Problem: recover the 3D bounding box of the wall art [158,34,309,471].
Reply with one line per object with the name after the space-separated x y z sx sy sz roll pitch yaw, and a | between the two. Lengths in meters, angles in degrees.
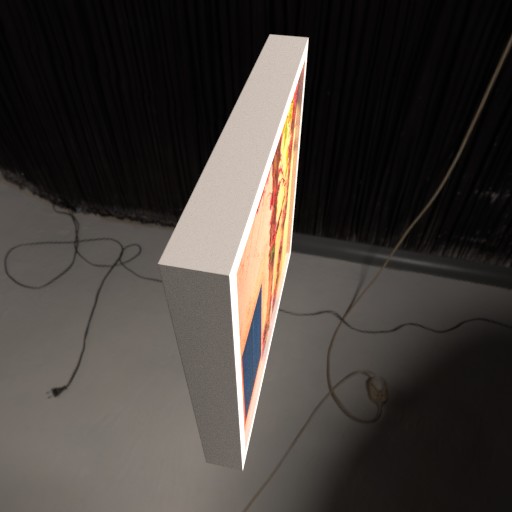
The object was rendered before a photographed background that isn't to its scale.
0.000 0.000 0.436 0.038 0.302 0.305 9 48 8 | wall art
